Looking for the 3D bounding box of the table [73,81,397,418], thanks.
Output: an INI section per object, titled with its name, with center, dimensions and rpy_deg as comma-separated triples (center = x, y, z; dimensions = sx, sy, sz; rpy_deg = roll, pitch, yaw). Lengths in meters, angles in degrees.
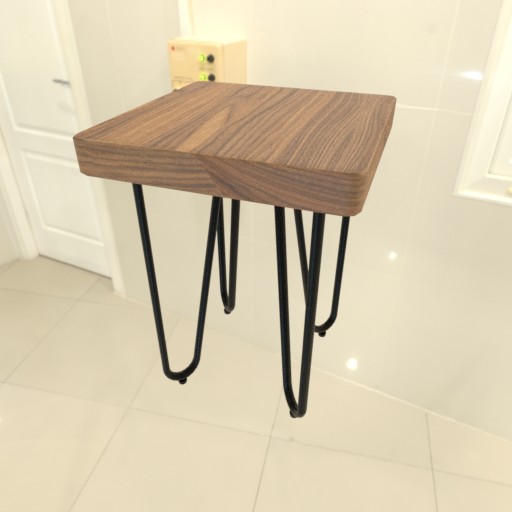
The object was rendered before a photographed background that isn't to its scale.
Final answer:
[table]
center = 0.000, 0.000, 1.012
dimensions = 0.479, 0.641, 0.480
rpy_deg = 11, 34, 17
